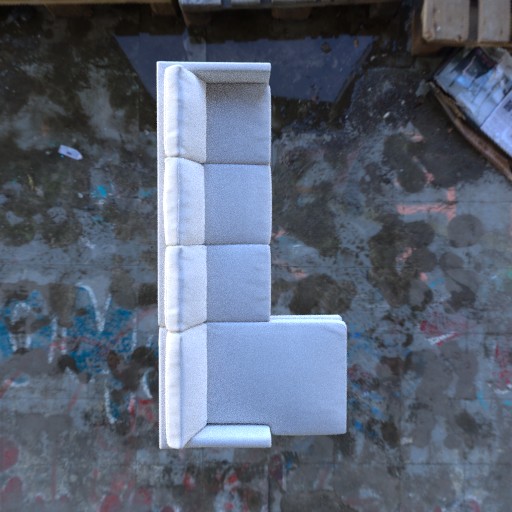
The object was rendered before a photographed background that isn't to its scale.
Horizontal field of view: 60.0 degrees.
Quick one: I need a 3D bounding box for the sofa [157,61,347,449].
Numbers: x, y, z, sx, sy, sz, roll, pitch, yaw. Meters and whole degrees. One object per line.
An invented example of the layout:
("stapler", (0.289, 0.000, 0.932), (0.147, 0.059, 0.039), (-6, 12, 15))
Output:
("sofa", (0.000, 0.000, 3.875), (1.625, 0.861, 3.186), (0, 91, -1))
